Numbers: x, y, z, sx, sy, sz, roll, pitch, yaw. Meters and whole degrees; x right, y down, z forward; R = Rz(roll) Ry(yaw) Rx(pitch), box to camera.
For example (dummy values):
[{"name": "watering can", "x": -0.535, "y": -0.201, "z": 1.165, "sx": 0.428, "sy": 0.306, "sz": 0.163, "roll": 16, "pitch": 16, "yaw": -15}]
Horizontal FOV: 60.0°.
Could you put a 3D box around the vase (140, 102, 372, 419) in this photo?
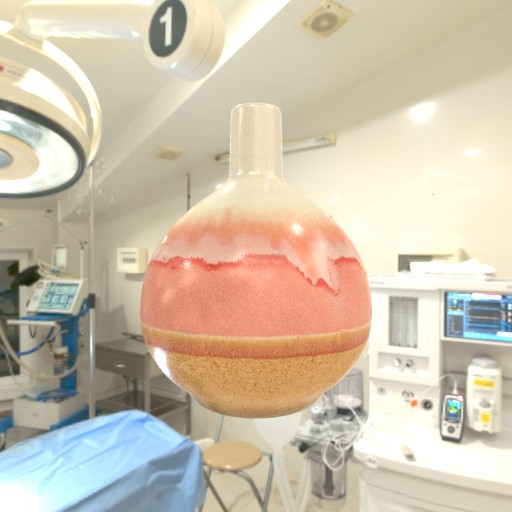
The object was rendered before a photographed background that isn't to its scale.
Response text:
[{"name": "vase", "x": 0.000, "y": 0.000, "z": 0.269, "sx": 0.137, "sy": 0.176, "sz": 0.137, "roll": 0, "pitch": 1, "yaw": 0}]
